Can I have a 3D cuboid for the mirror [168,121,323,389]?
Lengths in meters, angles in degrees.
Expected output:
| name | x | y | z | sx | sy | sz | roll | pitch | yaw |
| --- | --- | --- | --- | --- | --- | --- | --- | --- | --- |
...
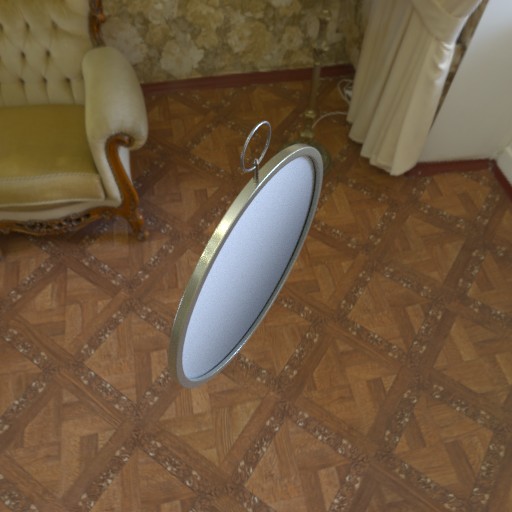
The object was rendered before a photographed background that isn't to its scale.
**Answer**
| name | x | y | z | sx | sy | sz | roll | pitch | yaw |
| --- | --- | --- | --- | --- | --- | --- | --- | --- | --- |
| mirror | 0.000 | 0.000 | 0.960 | 0.020 | 0.713 | 0.594 | 28 | 62 | 17 |
